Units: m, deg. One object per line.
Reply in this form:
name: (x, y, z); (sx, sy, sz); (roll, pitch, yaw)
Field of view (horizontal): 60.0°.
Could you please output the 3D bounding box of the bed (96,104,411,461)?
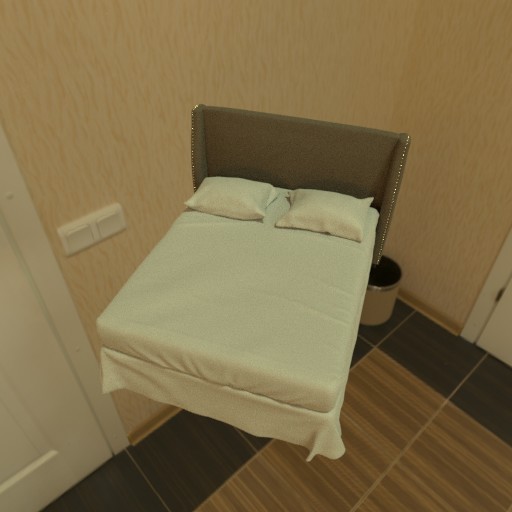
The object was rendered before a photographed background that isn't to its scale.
bed: (0.000, 0.000, 3.459); (1.925, 1.332, 2.276); (13, 43, 14)
